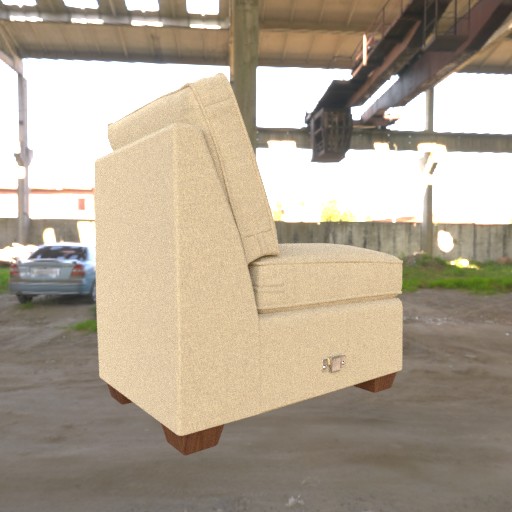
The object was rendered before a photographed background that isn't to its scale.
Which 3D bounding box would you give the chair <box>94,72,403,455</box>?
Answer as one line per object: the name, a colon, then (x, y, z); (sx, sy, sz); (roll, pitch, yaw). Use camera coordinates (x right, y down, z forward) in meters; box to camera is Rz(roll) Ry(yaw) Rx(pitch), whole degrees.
chair: (0.000, 0.000, 1.560); (0.938, 0.970, 0.621); (-1, 2, -37)
